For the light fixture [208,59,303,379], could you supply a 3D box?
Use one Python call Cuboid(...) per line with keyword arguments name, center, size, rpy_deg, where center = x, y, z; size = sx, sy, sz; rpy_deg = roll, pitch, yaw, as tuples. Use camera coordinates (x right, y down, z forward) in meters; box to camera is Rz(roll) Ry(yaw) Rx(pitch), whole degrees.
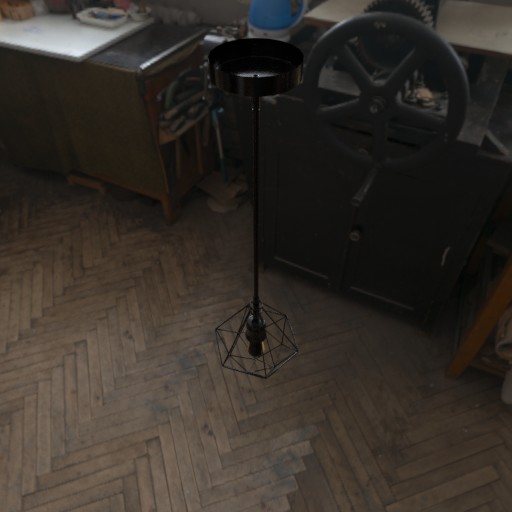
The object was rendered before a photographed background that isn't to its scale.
Cuboid(name="light fixture", center=(0.000, 0.000, 1.993), size=(0.431, 1.764, 0.487), rpy_deg=(-9, 47, -9))
